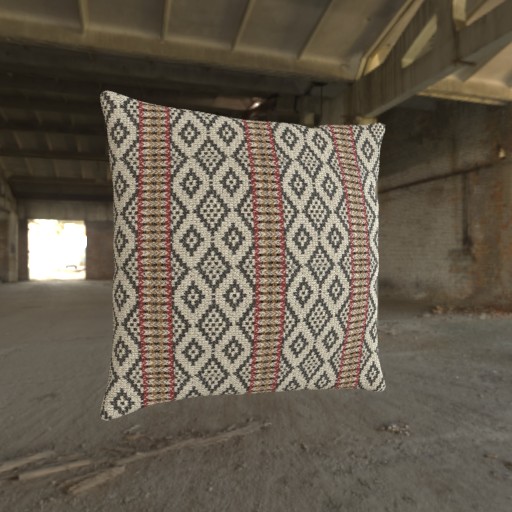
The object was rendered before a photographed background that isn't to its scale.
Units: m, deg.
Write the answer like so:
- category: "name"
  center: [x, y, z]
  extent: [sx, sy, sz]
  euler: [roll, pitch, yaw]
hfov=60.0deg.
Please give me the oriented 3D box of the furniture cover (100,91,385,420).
- category: "furniture cover"
  center: [0.000, 0.000, 0.759]
  extent: [0.503, 0.506, 0.182]
  euler: [0, 0, -18]
